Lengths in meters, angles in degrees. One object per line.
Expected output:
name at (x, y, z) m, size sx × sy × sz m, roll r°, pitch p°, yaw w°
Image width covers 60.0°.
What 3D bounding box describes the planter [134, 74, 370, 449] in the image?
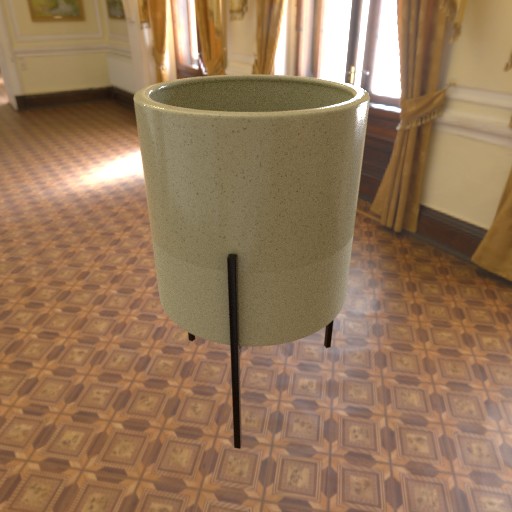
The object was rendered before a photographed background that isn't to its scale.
planter at (0.000, 0.000, 0.547) m, size 0.243 × 0.390 × 0.234 m, roll -11°, pitch 32°, yaw -19°
